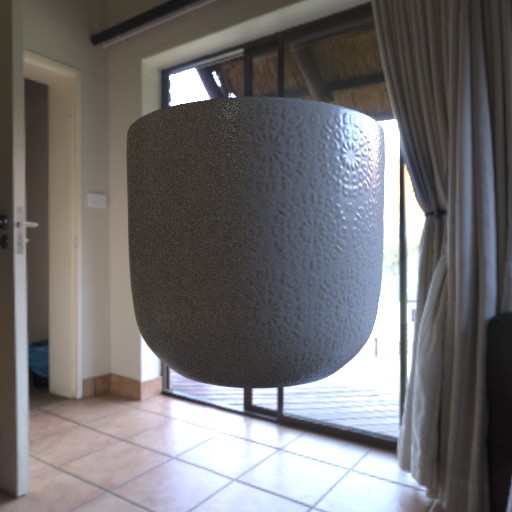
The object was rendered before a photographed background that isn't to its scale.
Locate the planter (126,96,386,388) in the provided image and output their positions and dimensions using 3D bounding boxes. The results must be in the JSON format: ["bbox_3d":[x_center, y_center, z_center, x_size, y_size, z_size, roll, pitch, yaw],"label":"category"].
[{"bbox_3d":[0.000,0.000,0.369,0.208,0.190,0.208,0,-1,0],"label":"planter"}]
